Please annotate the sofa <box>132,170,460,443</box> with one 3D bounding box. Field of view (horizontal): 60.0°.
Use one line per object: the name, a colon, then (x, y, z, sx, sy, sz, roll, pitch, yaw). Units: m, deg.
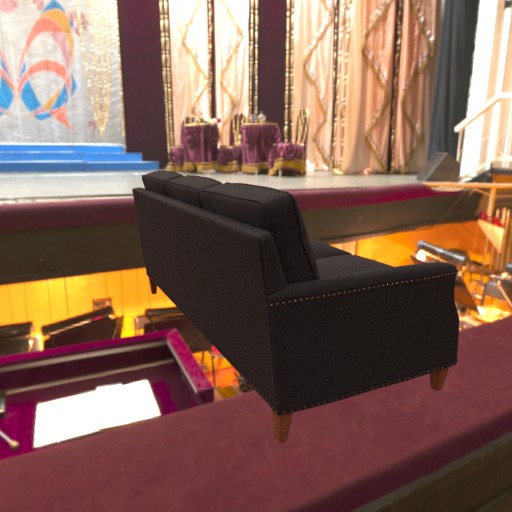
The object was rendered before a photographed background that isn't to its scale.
sofa: (0.000, 0.000, 2.785, 1.084, 1.003, 2.246, -7, 15, -26)
